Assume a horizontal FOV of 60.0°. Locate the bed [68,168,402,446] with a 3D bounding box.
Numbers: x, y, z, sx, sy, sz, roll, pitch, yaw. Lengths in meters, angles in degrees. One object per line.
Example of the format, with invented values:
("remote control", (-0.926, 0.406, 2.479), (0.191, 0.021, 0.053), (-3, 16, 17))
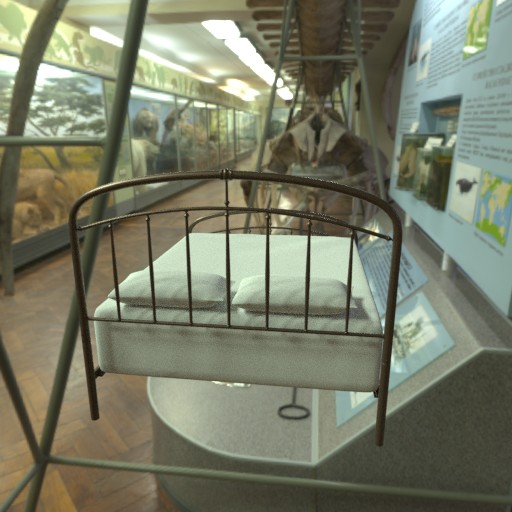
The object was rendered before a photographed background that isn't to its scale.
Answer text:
("bed", (0.000, 0.000, 3.335), (1.711, 1.475, 2.168), (2, 16, 7))
